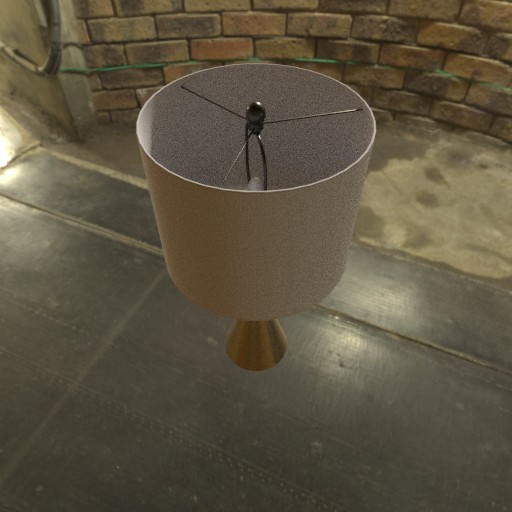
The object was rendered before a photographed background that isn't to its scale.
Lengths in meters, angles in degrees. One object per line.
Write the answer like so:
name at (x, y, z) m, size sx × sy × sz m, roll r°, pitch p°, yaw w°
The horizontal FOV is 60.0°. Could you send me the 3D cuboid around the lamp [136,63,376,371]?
lamp at (0.000, 0.000, 0.768) m, size 0.304 × 0.573 × 0.304 m, roll -11°, pitch 49°, yaw -9°
